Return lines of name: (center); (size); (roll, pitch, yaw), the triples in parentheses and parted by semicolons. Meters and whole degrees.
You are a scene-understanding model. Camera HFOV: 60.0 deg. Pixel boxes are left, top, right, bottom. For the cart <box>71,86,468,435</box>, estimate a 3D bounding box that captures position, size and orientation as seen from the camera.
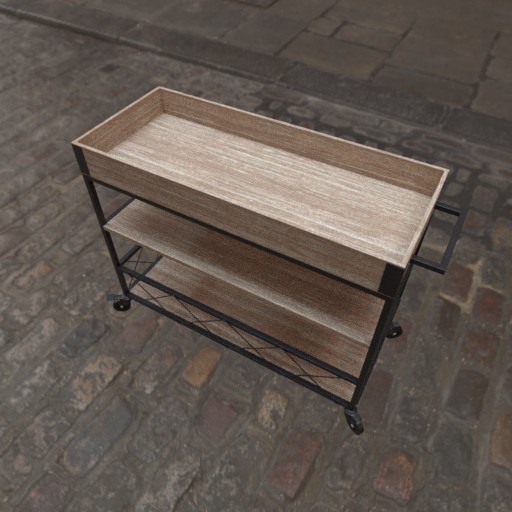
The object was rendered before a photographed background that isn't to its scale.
cart: (0.000, 0.000, 1.491); (1.101, 0.787, 0.500); (23, 51, 20)
